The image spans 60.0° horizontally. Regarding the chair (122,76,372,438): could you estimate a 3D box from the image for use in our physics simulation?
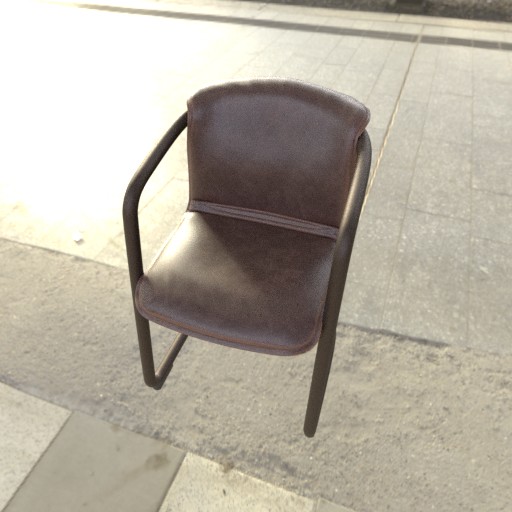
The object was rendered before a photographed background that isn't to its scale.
[{"bbox_3d":[0.000,0.000,1.269,0.536,0.836,0.664,12,44,13],"label":"chair"}]
